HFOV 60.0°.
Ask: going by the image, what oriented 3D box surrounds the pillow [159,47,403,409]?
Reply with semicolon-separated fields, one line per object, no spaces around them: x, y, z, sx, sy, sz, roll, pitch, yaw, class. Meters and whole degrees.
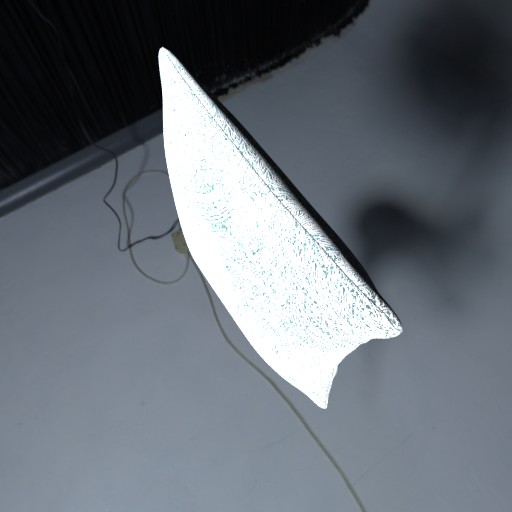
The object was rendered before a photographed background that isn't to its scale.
0.000;0.000;0.779;0.166;0.507;0.526;-31;67;-15;pillow
